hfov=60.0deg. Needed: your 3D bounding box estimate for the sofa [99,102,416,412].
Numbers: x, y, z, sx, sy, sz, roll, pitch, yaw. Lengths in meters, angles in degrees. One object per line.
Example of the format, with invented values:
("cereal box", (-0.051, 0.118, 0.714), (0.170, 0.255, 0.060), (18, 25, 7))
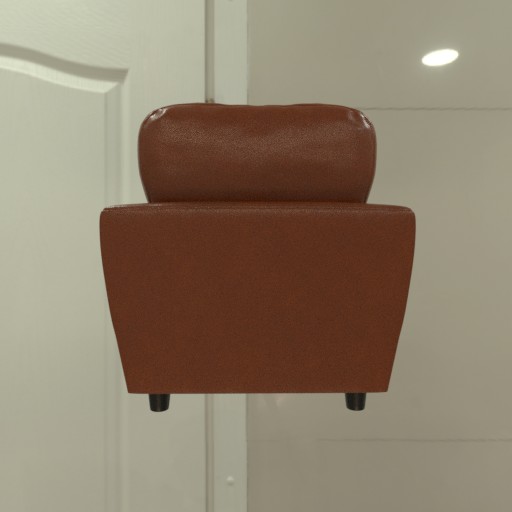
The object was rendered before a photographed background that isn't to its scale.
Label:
("sofa", (0.000, 0.000, 1.527), (0.836, 0.876, 0.789), (0, 0, -1))
